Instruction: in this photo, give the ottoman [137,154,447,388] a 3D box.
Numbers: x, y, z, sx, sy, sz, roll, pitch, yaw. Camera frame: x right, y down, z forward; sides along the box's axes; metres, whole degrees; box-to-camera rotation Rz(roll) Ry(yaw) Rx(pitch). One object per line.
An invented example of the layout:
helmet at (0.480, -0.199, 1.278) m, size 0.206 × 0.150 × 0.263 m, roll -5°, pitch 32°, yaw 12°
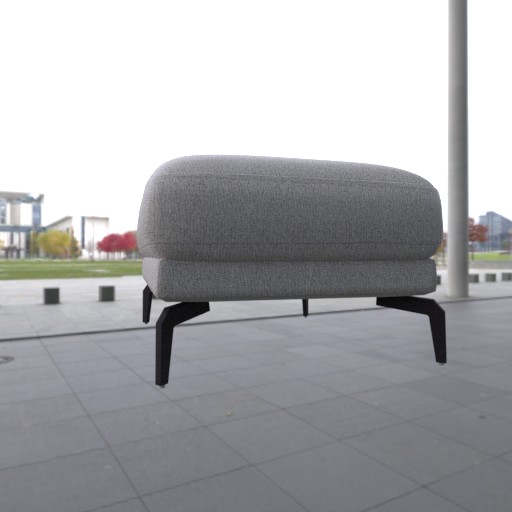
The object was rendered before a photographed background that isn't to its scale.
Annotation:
ottoman at (0.000, 0.000, 1.109) m, size 0.568 × 0.420 × 0.772 m, roll 0°, pitch 0°, yaw -16°
